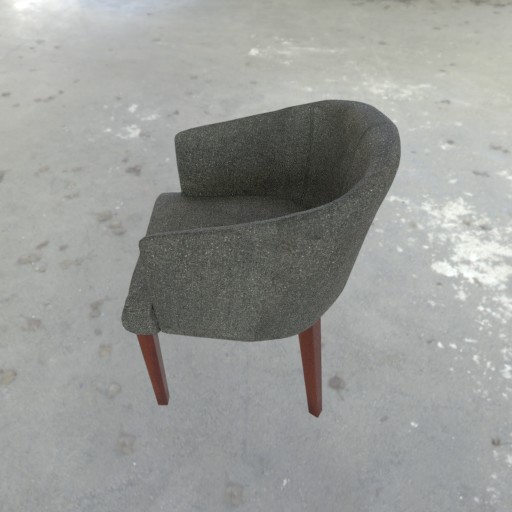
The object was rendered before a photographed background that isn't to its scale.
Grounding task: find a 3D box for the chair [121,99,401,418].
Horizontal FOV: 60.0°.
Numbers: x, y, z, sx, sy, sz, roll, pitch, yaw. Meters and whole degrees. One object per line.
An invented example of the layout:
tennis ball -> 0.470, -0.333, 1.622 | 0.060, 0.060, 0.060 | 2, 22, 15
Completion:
chair -> 0.000, 0.000, 1.282 | 0.655, 0.811, 0.583 | 1, 41, 1
